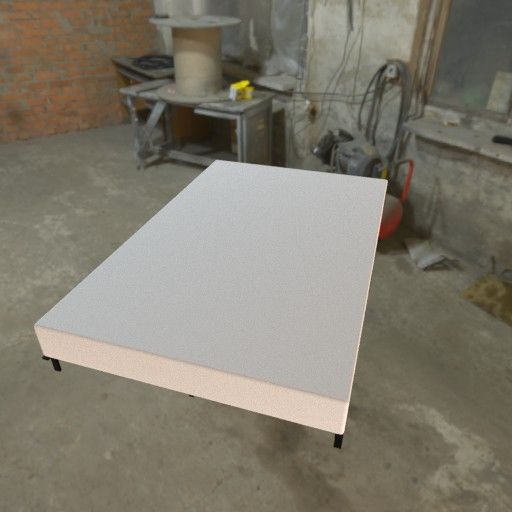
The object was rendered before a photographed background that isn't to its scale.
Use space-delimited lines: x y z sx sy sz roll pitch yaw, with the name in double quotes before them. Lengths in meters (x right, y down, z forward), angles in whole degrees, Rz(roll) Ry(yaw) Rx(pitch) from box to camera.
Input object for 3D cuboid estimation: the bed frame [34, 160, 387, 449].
"bed frame" 0.000 0.000 3.757 1.930 0.440 2.987 10 34 15
